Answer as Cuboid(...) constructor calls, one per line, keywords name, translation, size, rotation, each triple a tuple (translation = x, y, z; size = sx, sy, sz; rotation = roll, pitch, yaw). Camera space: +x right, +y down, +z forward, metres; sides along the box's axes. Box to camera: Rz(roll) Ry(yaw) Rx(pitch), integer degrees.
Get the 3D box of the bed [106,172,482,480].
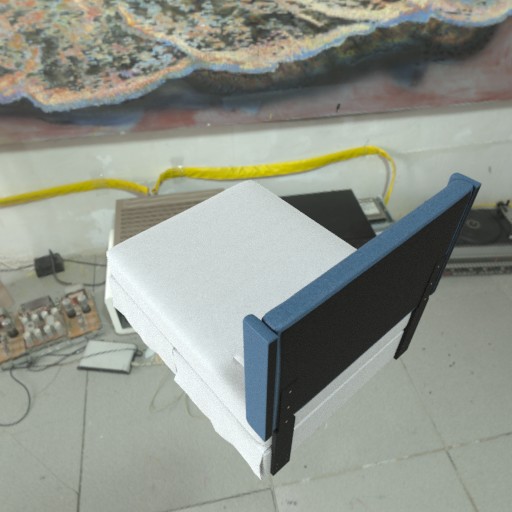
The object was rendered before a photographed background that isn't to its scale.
Cuboid(name="bed", translation=(0.000, 0.000, 3.319), size=(1.719, 1.665, 2.078), rotation=(-32, 53, -28))
